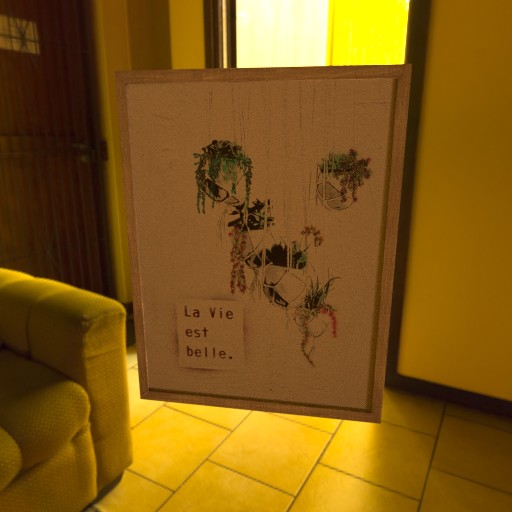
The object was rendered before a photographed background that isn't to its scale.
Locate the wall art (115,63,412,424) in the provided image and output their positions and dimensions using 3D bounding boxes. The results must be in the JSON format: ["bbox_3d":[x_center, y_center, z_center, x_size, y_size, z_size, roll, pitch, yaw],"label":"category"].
[{"bbox_3d":[0.000,0.000,1.298,0.781,1.022,0.035,3,16,9],"label":"wall art"}]
